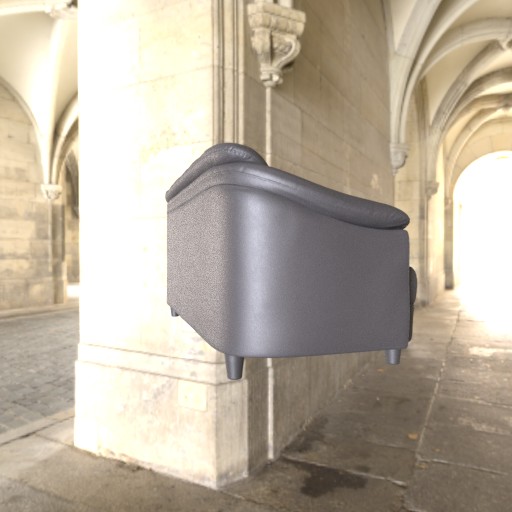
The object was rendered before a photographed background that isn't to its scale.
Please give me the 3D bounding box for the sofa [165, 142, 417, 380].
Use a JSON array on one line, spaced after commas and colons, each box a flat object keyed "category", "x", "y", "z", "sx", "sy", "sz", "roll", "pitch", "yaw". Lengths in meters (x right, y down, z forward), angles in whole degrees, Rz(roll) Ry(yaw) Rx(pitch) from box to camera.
[{"category": "sofa", "x": 0.000, "y": 0.000, "z": 2.304, "sx": 0.800, "sy": 0.811, "sz": 1.829, "roll": 0, "pitch": 1, "yaw": -18}]
